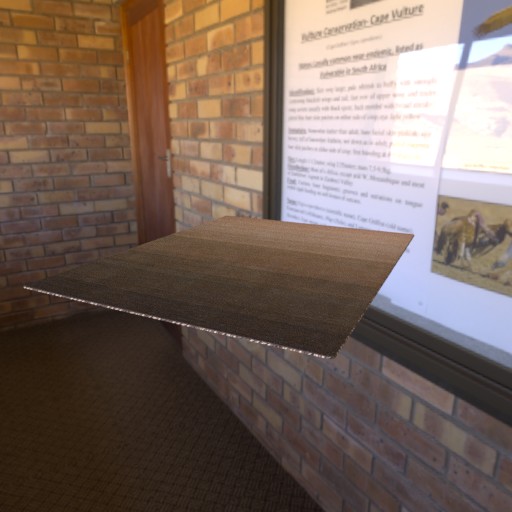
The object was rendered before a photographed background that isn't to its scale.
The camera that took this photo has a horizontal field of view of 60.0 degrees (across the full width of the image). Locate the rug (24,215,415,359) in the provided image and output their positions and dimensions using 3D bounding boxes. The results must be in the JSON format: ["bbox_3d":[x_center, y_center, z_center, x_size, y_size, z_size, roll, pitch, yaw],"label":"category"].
[{"bbox_3d":[0.000,0.000,3.924,2.305,0.017,2.902,8,18,25],"label":"rug"}]
